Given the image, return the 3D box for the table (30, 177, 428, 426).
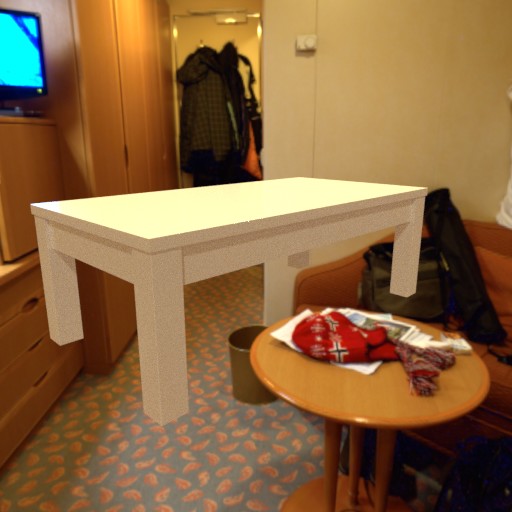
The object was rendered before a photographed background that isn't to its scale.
[{"bbox_3d":[0.000,0.000,1.706,0.700,0.470,1.350,15,21,43],"label":"table"}]
